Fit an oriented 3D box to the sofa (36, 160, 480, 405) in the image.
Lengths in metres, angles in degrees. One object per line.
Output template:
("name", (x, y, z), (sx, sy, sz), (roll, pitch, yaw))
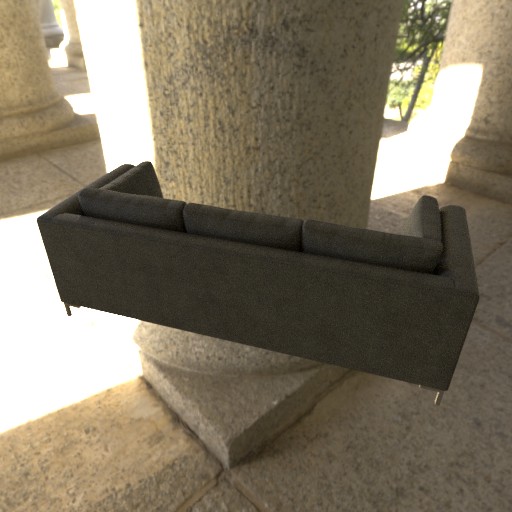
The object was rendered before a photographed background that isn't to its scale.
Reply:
("sofa", (0.000, 0.000, 2.840), (2.415, 0.867, 0.969), (10, 34, 15))
